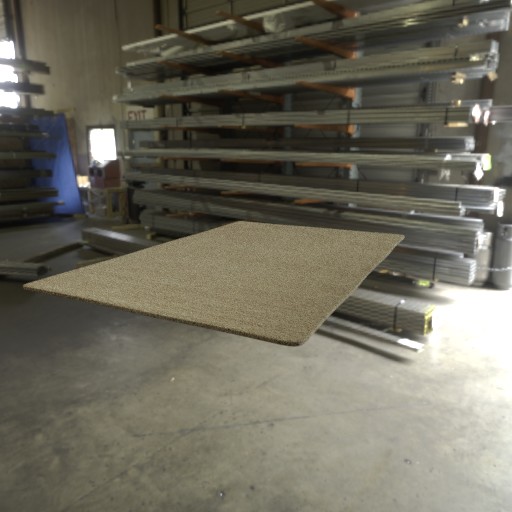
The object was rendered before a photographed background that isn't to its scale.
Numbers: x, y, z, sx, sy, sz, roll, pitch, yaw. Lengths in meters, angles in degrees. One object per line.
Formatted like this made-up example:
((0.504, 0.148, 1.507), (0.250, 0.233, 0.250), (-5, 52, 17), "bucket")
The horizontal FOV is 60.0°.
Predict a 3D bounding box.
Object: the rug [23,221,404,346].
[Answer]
((0.000, 0.000, 3.430), (1.801, 0.024, 2.700), (7, 15, 26), "rug")
